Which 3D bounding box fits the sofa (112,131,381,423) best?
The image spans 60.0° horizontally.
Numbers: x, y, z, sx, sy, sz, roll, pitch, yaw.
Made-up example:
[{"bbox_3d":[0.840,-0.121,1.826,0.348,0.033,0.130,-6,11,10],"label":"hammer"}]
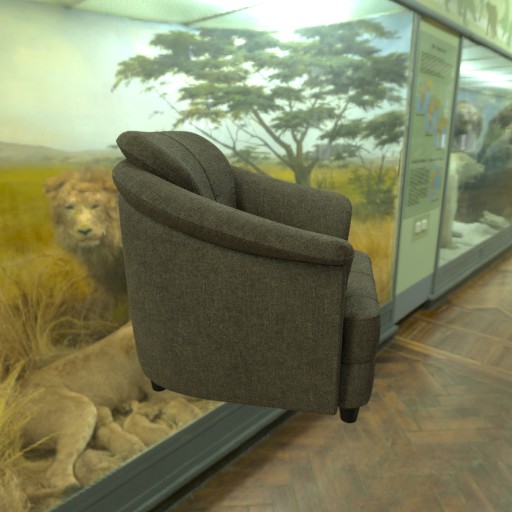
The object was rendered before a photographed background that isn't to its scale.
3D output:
[{"bbox_3d":[0.000,0.000,1.492,0.794,0.811,0.870,3,16,11],"label":"sofa"}]
